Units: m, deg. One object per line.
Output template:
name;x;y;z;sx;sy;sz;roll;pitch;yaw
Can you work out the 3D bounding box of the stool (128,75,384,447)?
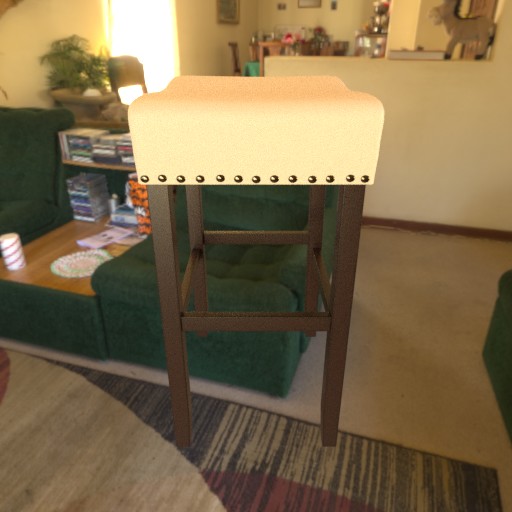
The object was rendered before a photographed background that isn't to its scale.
stool;0.000;0.000;1.045;0.401;0.762;0.471;0;27;0
